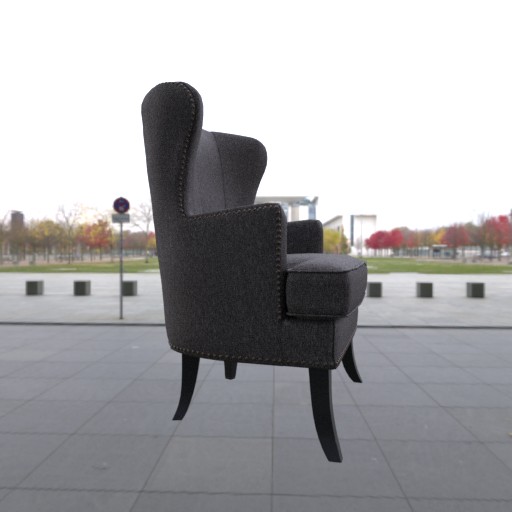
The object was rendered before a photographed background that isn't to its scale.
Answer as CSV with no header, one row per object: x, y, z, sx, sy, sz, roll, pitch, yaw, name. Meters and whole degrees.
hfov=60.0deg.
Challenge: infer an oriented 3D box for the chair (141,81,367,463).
0.000,0.000,1.603,0.758,1.060,0.759,0,1,18,chair
